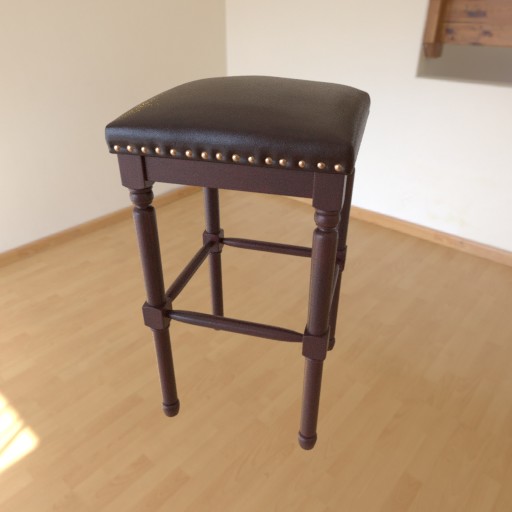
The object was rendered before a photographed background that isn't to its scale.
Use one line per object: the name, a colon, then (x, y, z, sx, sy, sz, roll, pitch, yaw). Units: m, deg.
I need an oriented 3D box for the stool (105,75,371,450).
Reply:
stool: (0.000, 0.000, 0.938, 0.382, 0.702, 0.383, 8, 31, 14)
